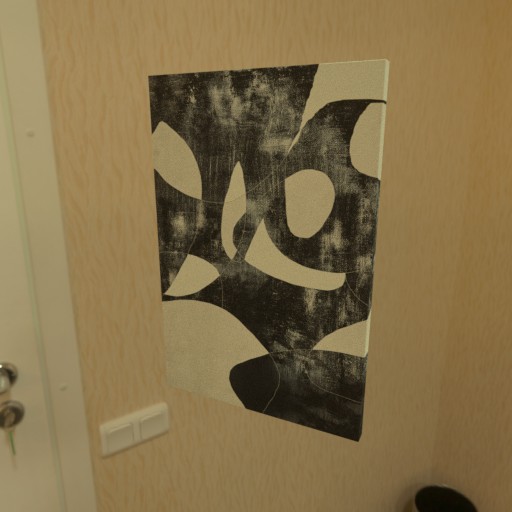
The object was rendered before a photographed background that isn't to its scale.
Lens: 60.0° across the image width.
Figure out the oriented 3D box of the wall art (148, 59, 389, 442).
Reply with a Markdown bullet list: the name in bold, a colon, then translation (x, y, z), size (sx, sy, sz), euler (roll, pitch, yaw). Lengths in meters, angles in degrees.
- **wall art**: translation (0.000, 0.000, 1.170), size (0.610, 0.915, 0.041), euler (7, 17, 25)
